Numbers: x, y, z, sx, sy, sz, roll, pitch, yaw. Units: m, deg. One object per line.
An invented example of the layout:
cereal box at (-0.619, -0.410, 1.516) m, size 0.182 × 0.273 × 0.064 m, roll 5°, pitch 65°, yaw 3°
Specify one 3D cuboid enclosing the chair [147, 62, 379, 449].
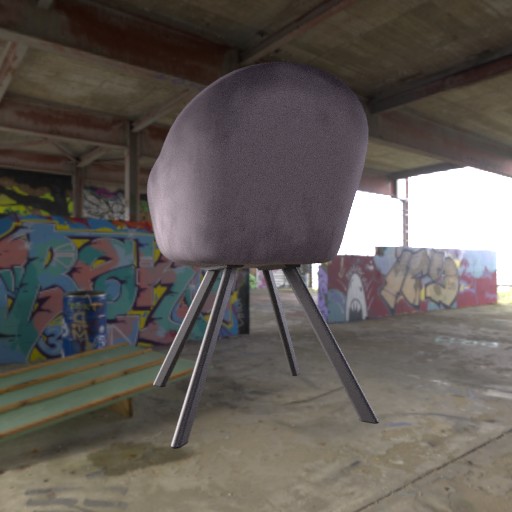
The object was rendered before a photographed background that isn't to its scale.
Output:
chair at (0.000, 0.000, 1.179) m, size 0.550 × 0.795 × 0.590 m, roll 0°, pitch -1°, yaw -17°
